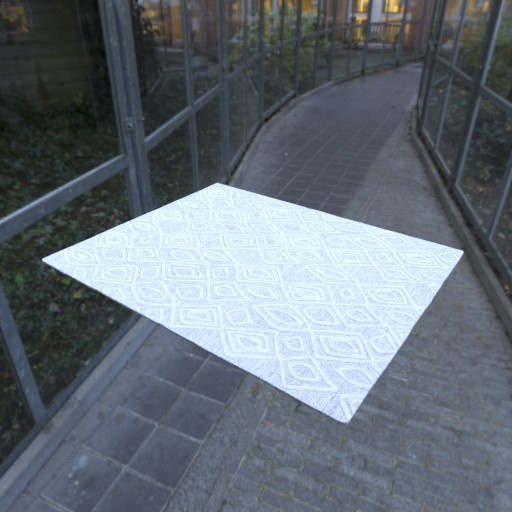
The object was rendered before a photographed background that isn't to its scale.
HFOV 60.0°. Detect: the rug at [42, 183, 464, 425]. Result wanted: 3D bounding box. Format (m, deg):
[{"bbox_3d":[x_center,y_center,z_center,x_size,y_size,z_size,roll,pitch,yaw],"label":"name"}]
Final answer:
[{"bbox_3d":[0.000,0.000,4.072,3.049,0.025,2.449,20,35,31],"label":"rug"}]
